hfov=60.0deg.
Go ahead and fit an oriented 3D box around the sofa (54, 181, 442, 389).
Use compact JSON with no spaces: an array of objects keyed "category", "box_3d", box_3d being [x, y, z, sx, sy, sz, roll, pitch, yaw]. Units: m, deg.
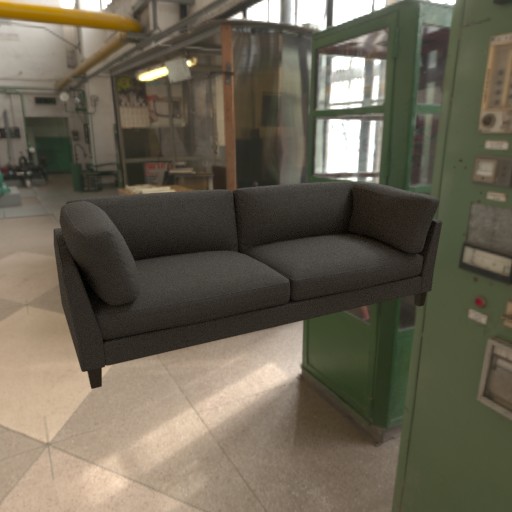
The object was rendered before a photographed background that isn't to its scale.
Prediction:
[{"category":"sofa","box_3d":[0.000,0.000,2.807,2.312,0.792,0.969,-8,18,-27]}]
